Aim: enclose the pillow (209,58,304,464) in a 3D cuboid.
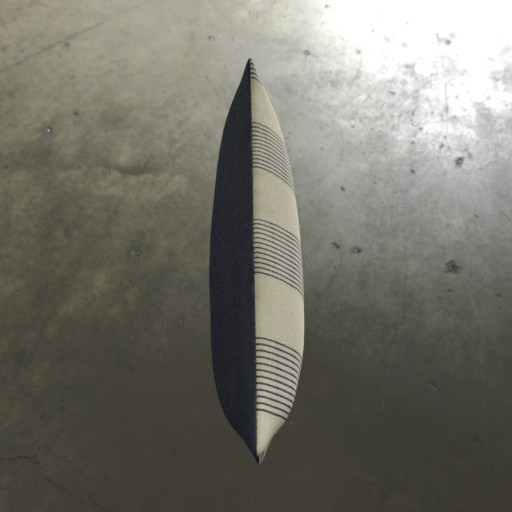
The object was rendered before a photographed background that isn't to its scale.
[{"bbox_3d":[0.000,0.000,0.725,0.151,0.287,0.610,-1,63,0],"label":"pillow"}]
